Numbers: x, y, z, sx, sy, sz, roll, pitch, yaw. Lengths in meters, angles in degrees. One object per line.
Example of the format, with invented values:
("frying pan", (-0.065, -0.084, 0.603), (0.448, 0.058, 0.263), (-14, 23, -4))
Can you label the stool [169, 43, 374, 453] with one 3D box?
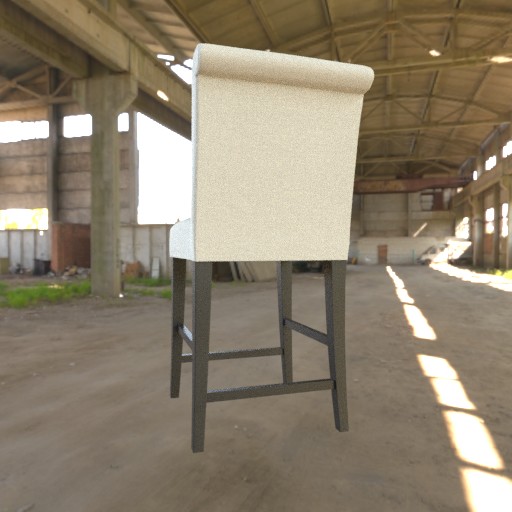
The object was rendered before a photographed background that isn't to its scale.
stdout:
("stool", (0.000, 0.000, 1.328), (0.452, 0.976, 0.597), (0, 1, -18))
